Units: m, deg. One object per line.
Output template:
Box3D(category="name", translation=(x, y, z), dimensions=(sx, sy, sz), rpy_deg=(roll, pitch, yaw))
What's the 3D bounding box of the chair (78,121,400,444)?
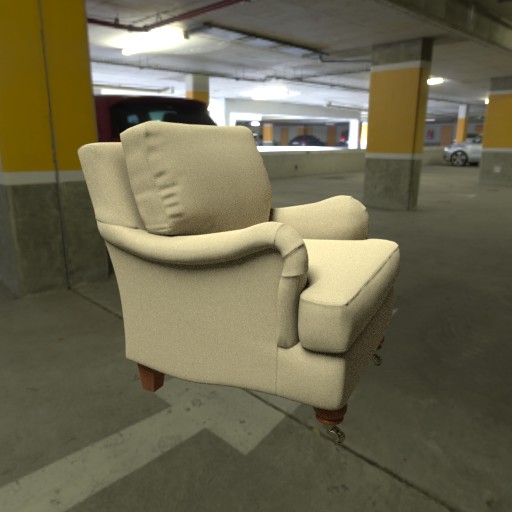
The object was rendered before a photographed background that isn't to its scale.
Box3D(category="chair", translation=(0.000, 0.000, 1.867), dimensions=(1.078, 1.076, 0.895), rpy_deg=(7, 16, 26))
